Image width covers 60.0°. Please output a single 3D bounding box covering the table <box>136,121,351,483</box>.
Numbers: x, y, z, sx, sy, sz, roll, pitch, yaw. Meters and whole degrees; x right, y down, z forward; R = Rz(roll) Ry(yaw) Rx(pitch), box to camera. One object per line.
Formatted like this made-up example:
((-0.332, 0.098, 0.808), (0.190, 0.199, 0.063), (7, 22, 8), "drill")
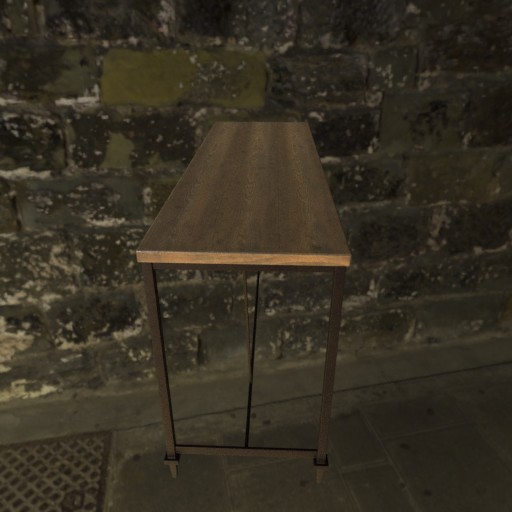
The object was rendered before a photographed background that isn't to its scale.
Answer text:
((0.000, 0.000, 2.073), (0.551, 0.902, 1.700), (1, 28, 2), "table")
